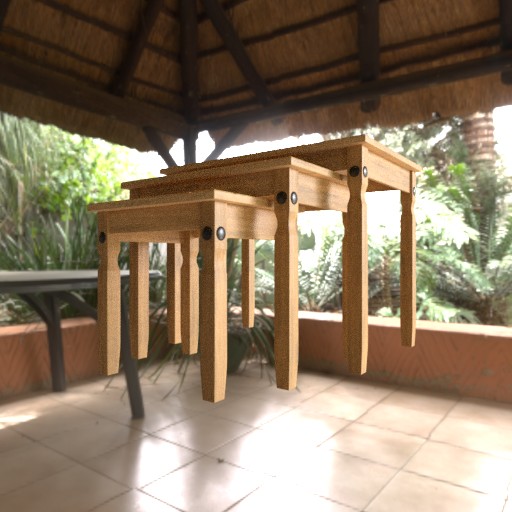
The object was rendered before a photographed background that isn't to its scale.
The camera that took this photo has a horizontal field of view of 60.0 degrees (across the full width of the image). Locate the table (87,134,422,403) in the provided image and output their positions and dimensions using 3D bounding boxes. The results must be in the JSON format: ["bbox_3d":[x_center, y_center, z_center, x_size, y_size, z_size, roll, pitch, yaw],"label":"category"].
[{"bbox_3d":[0.000,0.000,1.201,0.660,0.535,0.773,0,0,36],"label":"table"}]
